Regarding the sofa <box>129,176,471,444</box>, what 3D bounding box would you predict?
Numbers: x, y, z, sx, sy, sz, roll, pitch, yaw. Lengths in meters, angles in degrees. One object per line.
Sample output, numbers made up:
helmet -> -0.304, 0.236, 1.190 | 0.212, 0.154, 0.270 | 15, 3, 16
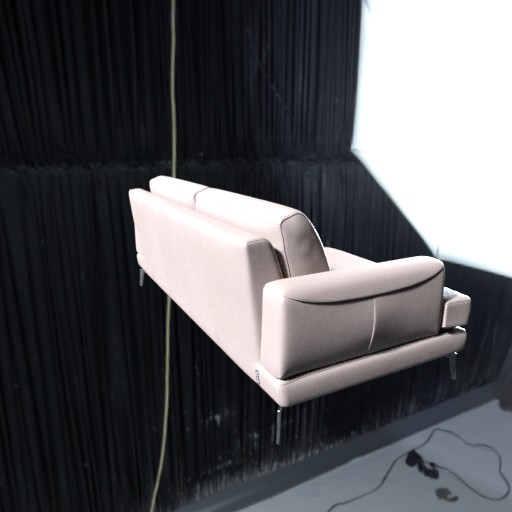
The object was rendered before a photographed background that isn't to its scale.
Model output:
sofa -> 0.000, 0.000, 2.380 | 0.974, 0.765, 1.940 | -8, 17, -27
